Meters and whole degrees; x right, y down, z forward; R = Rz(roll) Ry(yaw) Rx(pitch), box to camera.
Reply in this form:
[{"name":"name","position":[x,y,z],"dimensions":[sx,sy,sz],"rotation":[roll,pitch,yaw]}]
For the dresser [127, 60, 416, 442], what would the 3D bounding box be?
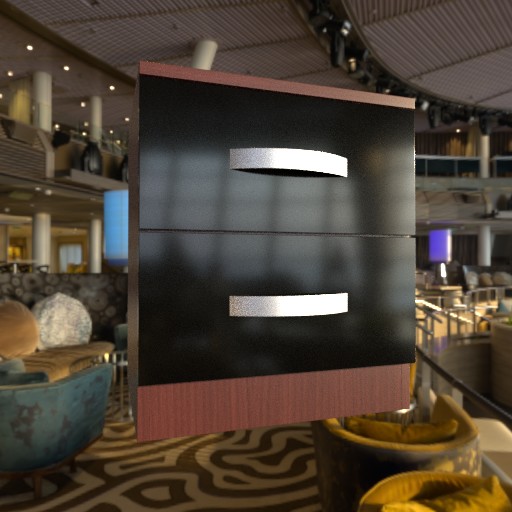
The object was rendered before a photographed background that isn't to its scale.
[{"name":"dresser","position":[0.000,0.000,0.744],"dimensions":[0.400,0.470,0.360],"rotation":[0,-1,-18]}]
